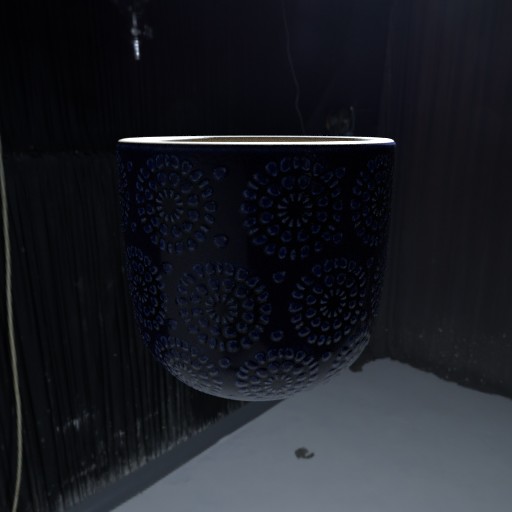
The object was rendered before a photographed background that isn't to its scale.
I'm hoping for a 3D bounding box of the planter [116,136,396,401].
[{"bbox_3d":[0.000,0.000,0.290,0.165,0.149,0.165,0,16,0],"label":"planter"}]
